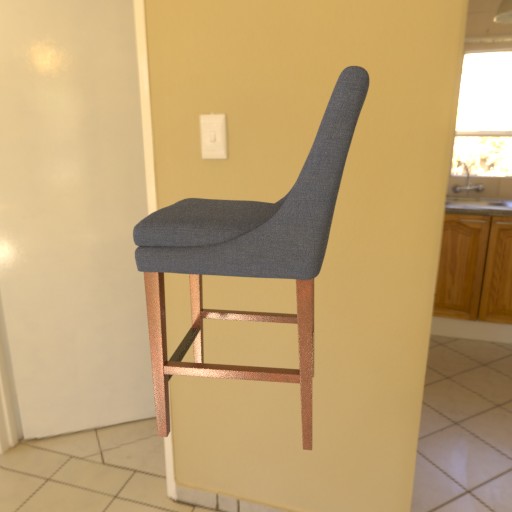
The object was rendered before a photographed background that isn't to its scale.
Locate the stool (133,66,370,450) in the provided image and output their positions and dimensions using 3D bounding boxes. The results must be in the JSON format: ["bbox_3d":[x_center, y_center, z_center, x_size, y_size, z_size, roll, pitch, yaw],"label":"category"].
[{"bbox_3d":[0.000,0.000,1.309,0.577,0.981,0.470,2,15,8],"label":"stool"}]
